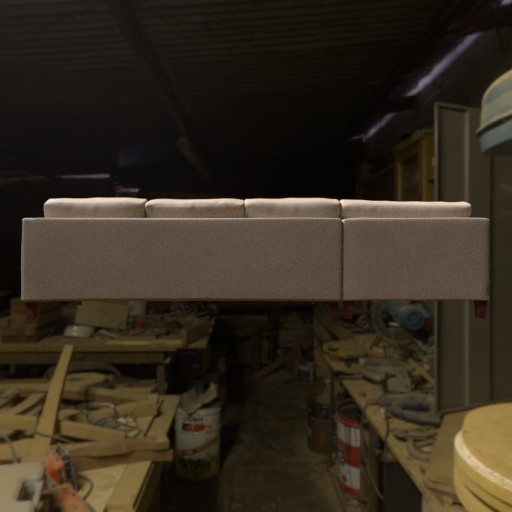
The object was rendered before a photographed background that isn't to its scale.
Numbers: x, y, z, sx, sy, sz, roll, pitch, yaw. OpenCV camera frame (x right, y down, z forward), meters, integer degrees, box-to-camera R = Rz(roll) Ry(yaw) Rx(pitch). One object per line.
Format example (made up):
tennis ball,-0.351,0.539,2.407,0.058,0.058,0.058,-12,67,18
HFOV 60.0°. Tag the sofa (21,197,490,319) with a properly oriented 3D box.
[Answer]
sofa,0.000,0.000,3.796,3.186,0.846,1.625,0,0,-1
